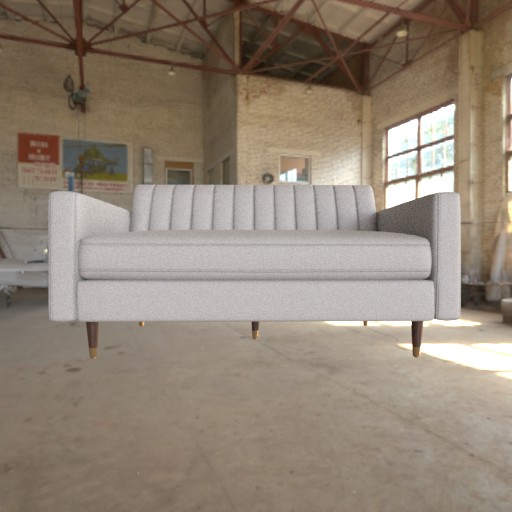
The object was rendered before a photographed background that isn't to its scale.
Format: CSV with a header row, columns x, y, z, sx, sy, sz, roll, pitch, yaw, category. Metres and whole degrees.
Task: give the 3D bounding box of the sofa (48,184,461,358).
x,y,z,sx,sy,sz,roll,pitch,yaw,category
0.000,0.000,2.134,1.585,0.801,0.950,0,0,-1,sofa
